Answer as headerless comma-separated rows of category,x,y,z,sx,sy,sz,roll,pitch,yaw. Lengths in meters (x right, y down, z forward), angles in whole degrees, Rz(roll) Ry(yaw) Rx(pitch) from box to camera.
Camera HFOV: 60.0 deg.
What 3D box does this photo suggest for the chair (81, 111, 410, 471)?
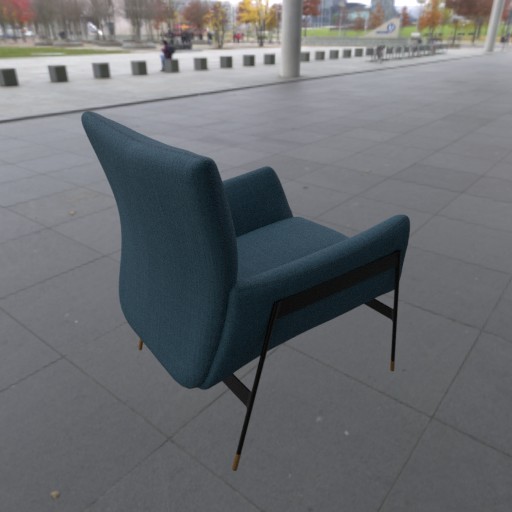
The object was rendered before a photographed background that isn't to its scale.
chair,0.000,0.000,1.392,0.769,0.859,0.678,-18,32,-32
